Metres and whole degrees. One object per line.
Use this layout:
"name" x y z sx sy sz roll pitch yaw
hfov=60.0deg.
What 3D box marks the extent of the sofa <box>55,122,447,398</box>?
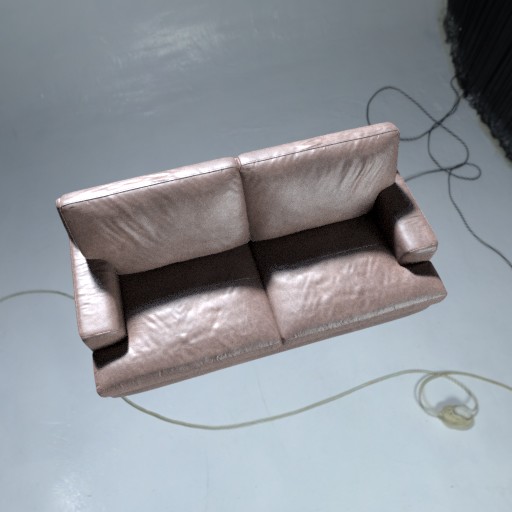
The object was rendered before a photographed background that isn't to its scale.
"sofa" 0.000 0.000 2.794 2.261 0.941 1.143 -14 63 -7
